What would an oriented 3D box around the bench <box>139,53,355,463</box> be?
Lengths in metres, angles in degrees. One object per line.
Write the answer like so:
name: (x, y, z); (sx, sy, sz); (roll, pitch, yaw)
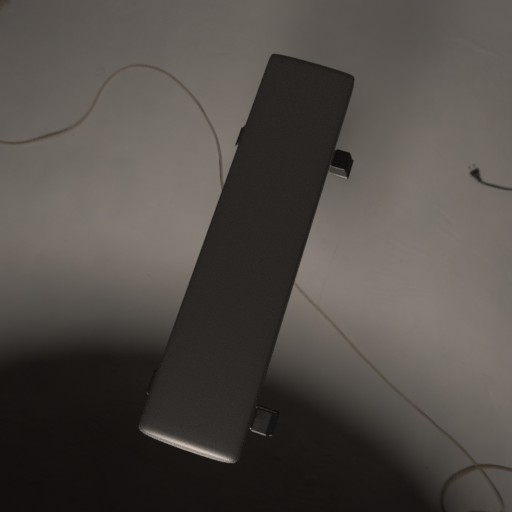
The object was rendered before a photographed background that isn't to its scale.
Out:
bench: (0.000, 0.000, 1.340); (0.439, 0.453, 1.072); (17, 78, 4)
